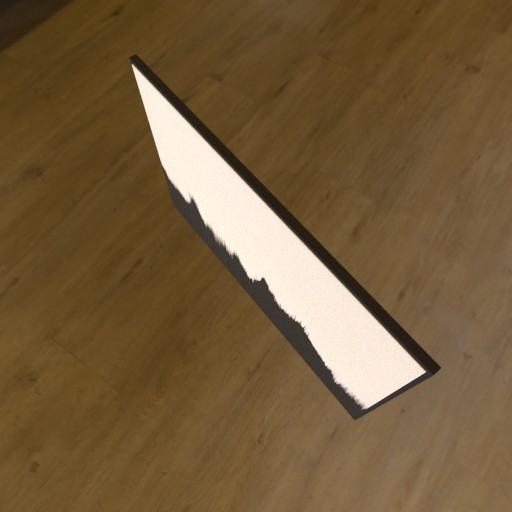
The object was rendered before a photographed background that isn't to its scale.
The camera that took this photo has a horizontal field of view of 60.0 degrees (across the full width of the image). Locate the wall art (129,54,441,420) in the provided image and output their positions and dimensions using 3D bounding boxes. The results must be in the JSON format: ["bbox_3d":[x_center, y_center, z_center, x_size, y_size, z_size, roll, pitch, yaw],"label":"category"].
[{"bbox_3d":[0.000,0.000,1.473,0.028,0.805,1.190,-35,69,-16],"label":"wall art"}]
